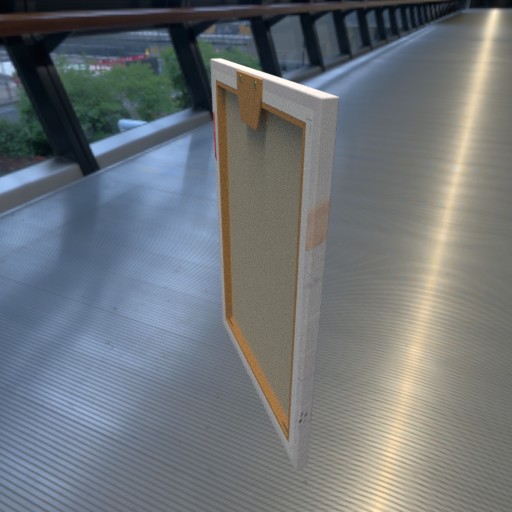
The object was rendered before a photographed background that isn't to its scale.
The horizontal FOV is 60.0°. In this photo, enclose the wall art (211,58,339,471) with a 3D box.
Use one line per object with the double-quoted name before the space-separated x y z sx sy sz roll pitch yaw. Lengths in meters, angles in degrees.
"wall art" 0.000 0.000 1.102 0.036 0.848 0.613 -10 31 -18
